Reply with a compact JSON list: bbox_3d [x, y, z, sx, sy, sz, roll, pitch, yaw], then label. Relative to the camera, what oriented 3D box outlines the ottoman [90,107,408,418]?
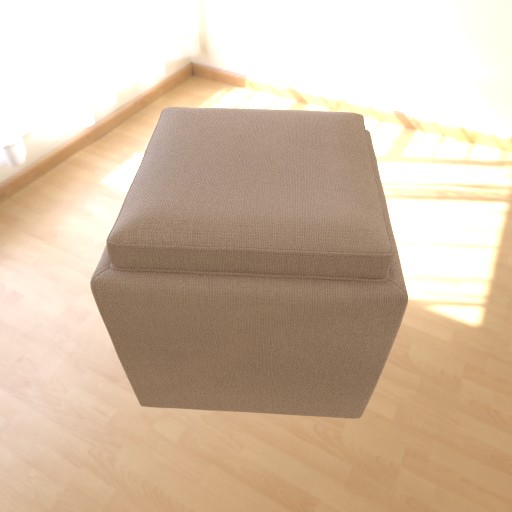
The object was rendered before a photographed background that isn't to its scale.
[{"bbox_3d":[0.000,0.000,0.856,0.451,0.460,0.450,2,46,2],"label":"ottoman"}]
